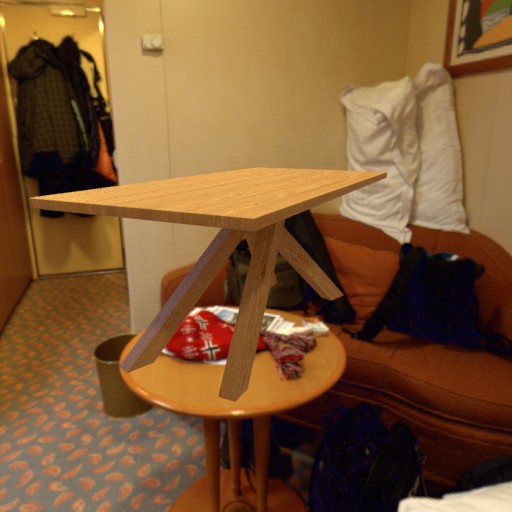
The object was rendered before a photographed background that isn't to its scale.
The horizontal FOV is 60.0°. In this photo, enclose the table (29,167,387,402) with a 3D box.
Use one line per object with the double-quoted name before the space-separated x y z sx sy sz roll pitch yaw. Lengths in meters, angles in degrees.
"table" 0.000 0.000 2.251 0.901 0.750 1.797 8 17 26
